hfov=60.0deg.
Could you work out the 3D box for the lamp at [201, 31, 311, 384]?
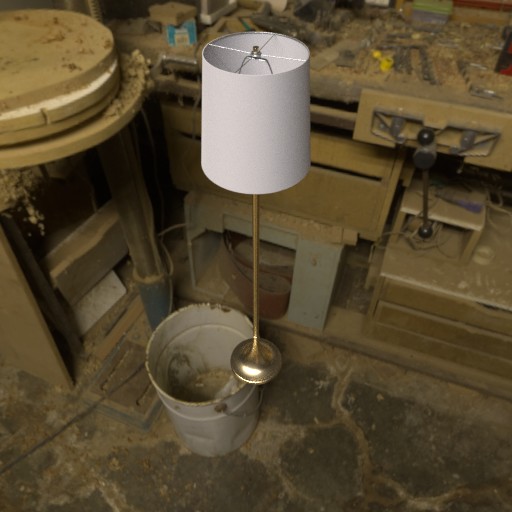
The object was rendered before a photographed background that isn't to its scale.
[{"bbox_3d":[0.000,0.000,1.686,0.337,1.543,0.337,0,47,0],"label":"lamp"}]
